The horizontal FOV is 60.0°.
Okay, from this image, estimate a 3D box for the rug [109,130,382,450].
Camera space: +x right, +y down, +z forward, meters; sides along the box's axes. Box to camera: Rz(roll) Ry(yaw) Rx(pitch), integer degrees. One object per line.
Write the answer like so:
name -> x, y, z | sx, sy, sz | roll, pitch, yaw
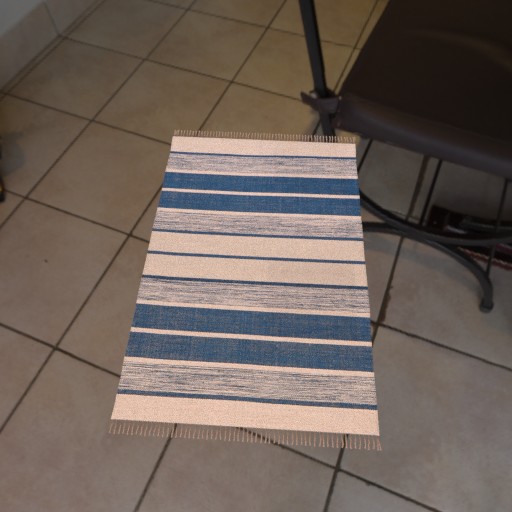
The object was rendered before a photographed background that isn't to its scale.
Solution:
rug -> 0.000, 0.000, 3.109 | 1.532, 0.010, 2.441 | 3, 58, 2
